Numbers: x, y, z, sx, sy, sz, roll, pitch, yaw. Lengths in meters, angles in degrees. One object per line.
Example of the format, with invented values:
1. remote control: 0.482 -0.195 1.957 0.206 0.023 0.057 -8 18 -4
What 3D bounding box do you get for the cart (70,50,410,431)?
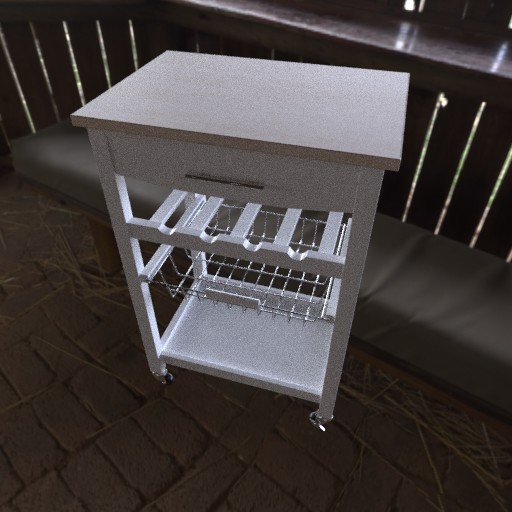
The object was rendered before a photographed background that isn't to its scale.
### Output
1. cart: 0.000 0.000 1.159 0.578 0.857 0.406 11 42 13
